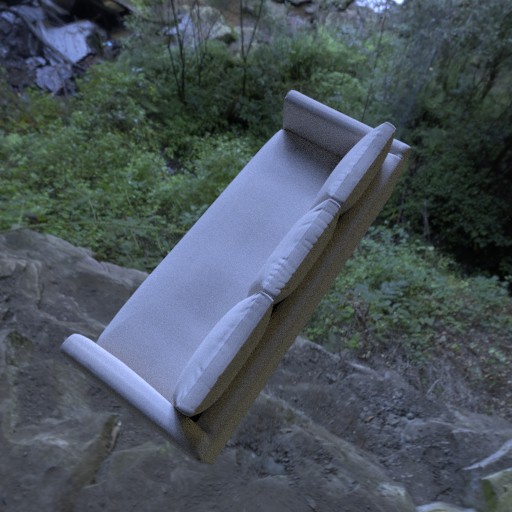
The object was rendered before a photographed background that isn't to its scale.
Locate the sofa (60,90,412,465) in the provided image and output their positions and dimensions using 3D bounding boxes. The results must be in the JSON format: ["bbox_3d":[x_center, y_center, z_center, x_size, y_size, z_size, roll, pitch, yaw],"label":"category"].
[{"bbox_3d":[0.000,0.000,2.685,0.902,0.911,2.198,31,67,15],"label":"sofa"}]
